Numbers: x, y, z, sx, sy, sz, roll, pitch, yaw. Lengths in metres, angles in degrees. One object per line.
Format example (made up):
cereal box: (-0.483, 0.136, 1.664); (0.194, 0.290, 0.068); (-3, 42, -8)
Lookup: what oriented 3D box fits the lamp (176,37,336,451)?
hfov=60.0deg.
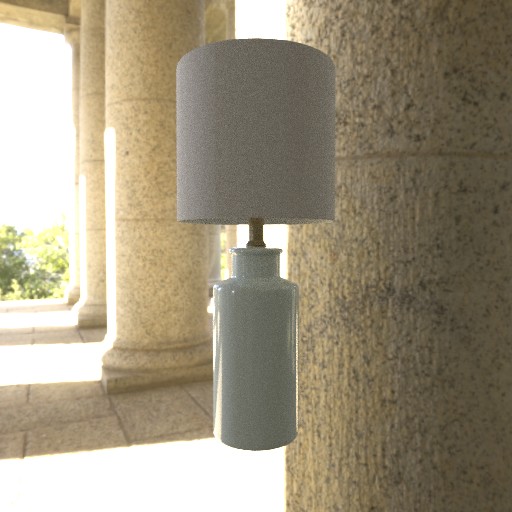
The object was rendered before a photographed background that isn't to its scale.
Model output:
lamp: (0.000, 0.000, 0.606); (0.212, 0.493, 0.212); (1, 2, 35)
